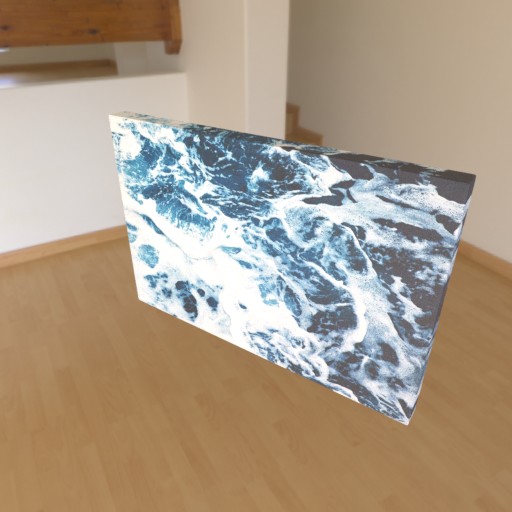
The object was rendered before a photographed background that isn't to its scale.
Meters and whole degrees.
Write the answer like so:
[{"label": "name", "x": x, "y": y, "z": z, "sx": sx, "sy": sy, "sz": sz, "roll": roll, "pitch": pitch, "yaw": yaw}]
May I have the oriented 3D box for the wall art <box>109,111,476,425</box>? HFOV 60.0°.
[{"label": "wall art", "x": 0.000, "y": 0.000, "z": 0.762, "sx": 0.609, "sy": 0.407, "sz": 0.043, "roll": 19, "pitch": 35, "yaw": 29}]
